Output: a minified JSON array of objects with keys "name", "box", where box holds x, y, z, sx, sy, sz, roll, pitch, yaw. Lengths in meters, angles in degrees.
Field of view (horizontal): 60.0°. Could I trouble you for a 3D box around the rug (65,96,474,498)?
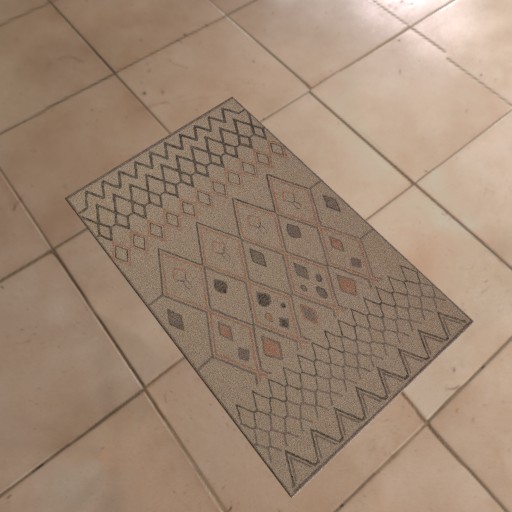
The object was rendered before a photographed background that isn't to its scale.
[{"name":"rug","box":[0.000,0.000,2.963,1.524,0.015,2.438,-37,70,-16]}]
